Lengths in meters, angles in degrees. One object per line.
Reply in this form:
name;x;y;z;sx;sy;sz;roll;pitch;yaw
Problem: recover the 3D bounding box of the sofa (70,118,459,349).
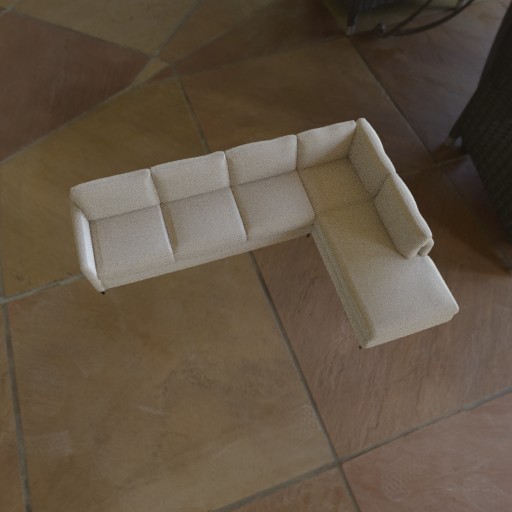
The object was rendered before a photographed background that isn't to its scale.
sofa;0.000;0.000;3.899;2.949;0.815;2.007;-15;63;-8
